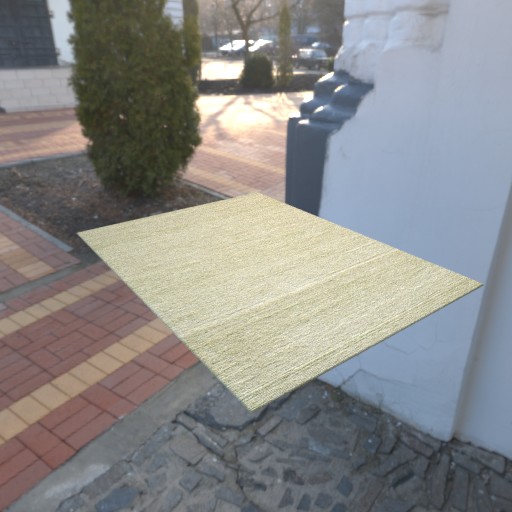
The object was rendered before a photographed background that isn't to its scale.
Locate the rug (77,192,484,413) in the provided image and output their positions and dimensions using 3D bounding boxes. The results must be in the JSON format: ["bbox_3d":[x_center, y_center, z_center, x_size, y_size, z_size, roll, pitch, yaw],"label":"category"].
[{"bbox_3d":[0.000,0.000,4.249,2.425,0.016,3.198,-18,31,-32],"label":"rug"}]
